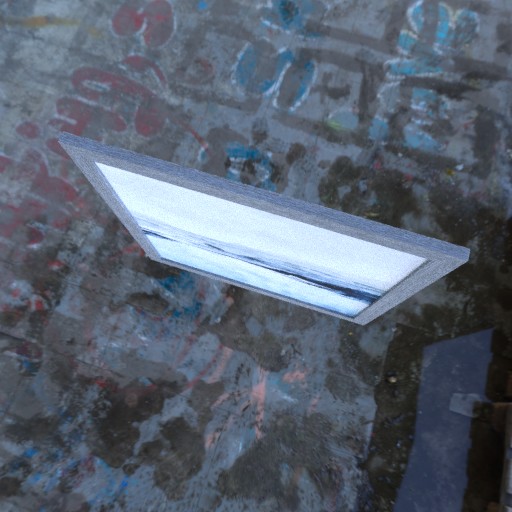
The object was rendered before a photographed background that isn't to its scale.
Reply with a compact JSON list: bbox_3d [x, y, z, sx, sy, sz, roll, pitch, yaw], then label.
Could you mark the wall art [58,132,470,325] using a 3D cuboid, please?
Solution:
[{"bbox_3d":[0.000,0.000,1.036,0.685,0.685,0.020,17,74,5],"label":"wall art"}]
